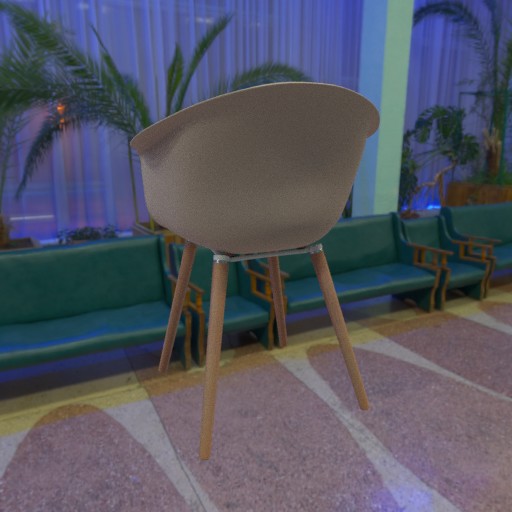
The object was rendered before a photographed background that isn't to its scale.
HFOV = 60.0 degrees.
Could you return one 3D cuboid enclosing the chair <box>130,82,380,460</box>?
[{"bbox_3d":[0.000,0.000,1.139,0.593,0.781,0.504,-7,16,-24],"label":"chair"}]
